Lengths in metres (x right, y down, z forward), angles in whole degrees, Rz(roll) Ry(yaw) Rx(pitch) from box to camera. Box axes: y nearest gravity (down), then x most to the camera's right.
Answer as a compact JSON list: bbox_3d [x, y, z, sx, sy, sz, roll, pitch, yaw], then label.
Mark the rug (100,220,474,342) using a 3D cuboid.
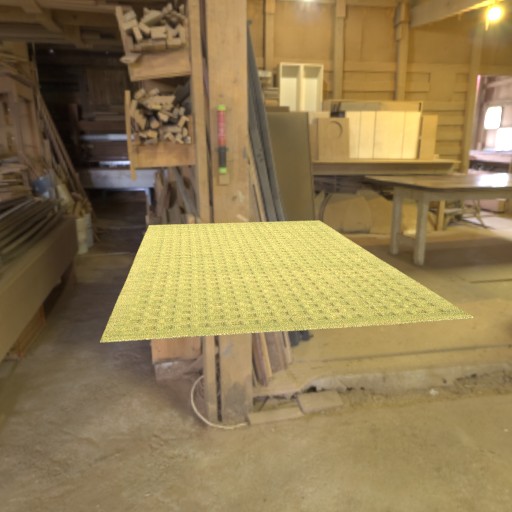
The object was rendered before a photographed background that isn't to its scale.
[{"bbox_3d":[0.000,0.000,2.856,1.529,0.007,2.297,-2,15,-8],"label":"rug"}]
